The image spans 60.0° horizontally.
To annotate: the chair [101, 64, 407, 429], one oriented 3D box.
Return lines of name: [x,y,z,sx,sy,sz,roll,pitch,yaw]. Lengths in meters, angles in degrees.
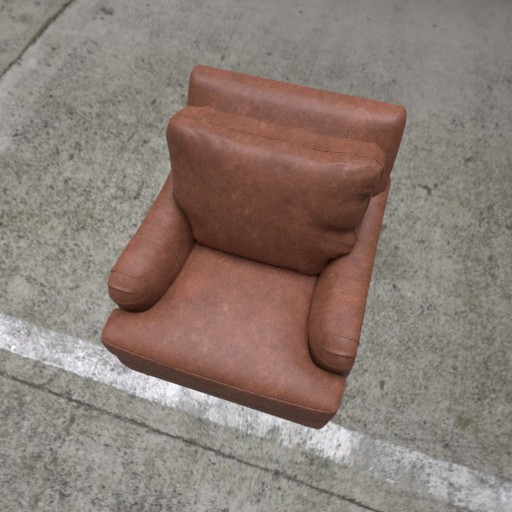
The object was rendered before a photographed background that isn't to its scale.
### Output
chair: [0.000,0.000,1.922,0.986,1.055,1.158,15,60,9]
